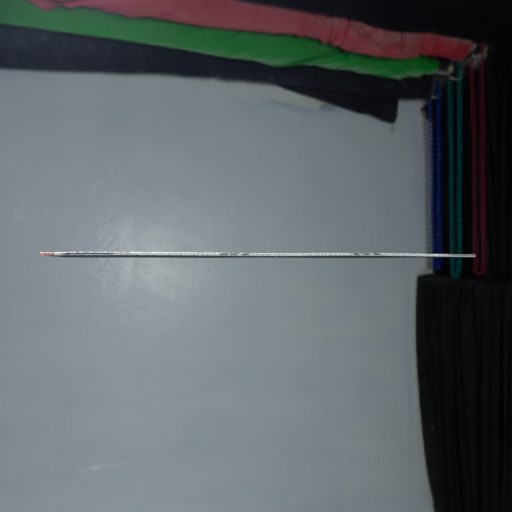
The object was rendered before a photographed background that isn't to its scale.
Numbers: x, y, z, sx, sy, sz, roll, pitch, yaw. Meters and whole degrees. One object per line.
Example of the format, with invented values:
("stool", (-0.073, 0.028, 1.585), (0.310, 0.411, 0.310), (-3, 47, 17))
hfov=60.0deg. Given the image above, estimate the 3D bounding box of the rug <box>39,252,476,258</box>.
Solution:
("rug", (0.000, 0.000, 2.943), (2.446, 0.017, 1.530), (0, -1, -17))
